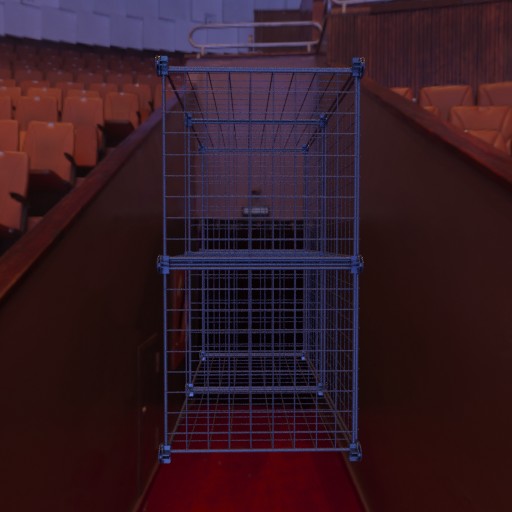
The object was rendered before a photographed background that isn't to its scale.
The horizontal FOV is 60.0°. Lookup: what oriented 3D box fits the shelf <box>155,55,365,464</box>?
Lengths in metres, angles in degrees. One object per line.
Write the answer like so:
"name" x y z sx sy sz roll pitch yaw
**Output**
"shelf" 0.000 0.000 1.118 0.356 0.711 0.711 0 2 -1
